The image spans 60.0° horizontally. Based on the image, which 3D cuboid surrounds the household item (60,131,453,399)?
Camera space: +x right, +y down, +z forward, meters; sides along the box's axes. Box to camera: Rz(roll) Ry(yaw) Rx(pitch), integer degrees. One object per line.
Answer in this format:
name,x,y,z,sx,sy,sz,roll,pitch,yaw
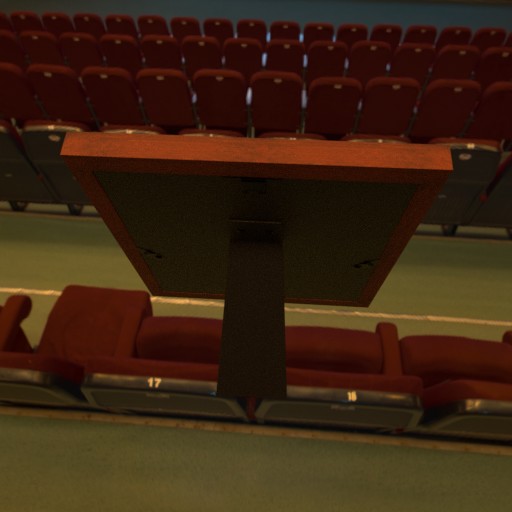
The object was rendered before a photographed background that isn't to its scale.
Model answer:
household item,0.000,0.000,0.373,0.240,0.240,0.131,3,45,3
